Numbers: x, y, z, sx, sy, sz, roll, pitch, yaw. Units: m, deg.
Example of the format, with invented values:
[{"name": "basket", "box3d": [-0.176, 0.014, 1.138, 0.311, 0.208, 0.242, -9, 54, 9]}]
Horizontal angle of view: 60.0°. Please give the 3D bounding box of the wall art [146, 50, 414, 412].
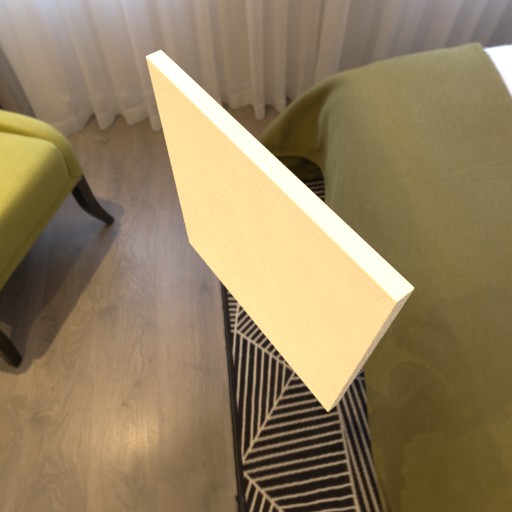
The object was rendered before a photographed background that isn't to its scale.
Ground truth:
[{"name": "wall art", "box3d": [0.000, 0.000, 1.165, 0.040, 0.762, 0.762, -33, 64, -18]}]
